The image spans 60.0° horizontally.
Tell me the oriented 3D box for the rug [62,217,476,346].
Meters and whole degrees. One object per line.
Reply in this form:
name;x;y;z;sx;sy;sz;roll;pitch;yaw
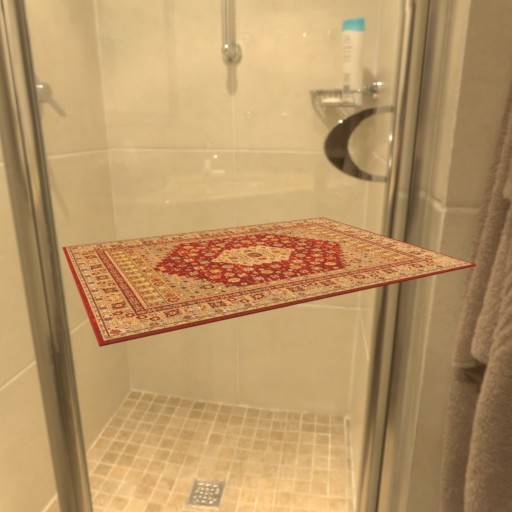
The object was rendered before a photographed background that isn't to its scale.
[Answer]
rug;0.000;0.000;2.898;2.211;0.013;1.593;-9;19;-26
